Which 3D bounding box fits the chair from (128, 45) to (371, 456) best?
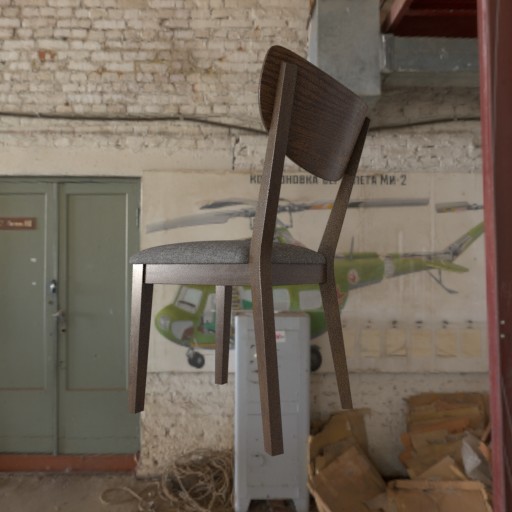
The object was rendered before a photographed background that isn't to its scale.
[{"bbox_3d":[0.000,0.000,1.209,0.583,0.849,0.491,-1,-2,36],"label":"chair"}]
